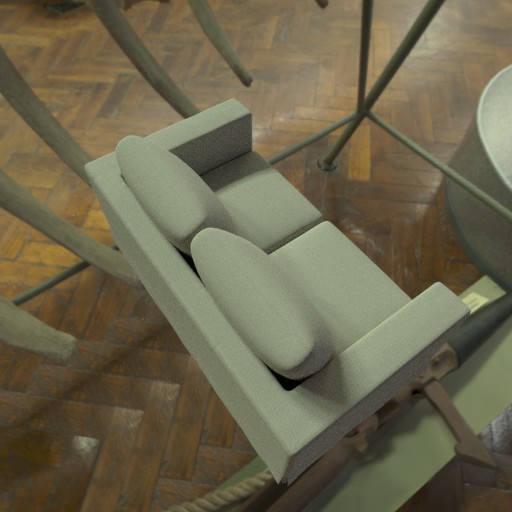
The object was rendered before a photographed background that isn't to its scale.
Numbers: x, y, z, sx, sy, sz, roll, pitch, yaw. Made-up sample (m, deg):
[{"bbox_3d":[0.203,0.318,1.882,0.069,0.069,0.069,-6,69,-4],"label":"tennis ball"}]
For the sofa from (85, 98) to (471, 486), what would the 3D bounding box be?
[{"bbox_3d":[0.000,0.000,2.298,1.009,0.932,1.813,-31,61,-19],"label":"sofa"}]
